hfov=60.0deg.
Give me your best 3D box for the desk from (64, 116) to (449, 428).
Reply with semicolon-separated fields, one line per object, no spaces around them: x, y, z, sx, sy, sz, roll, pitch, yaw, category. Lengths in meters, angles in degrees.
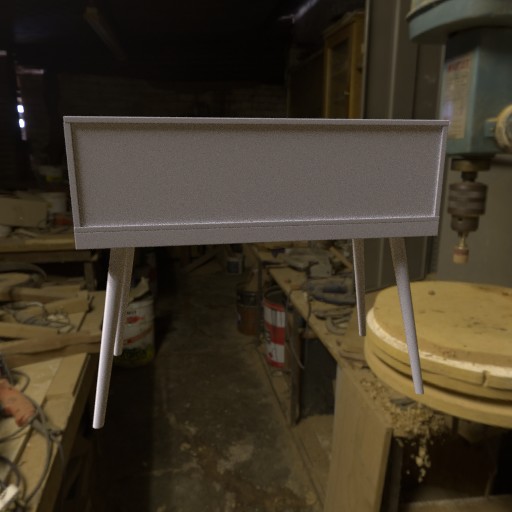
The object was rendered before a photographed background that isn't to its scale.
0.000;0.000;1.714;1.199;0.990;0.559;-2;14;-10;desk
